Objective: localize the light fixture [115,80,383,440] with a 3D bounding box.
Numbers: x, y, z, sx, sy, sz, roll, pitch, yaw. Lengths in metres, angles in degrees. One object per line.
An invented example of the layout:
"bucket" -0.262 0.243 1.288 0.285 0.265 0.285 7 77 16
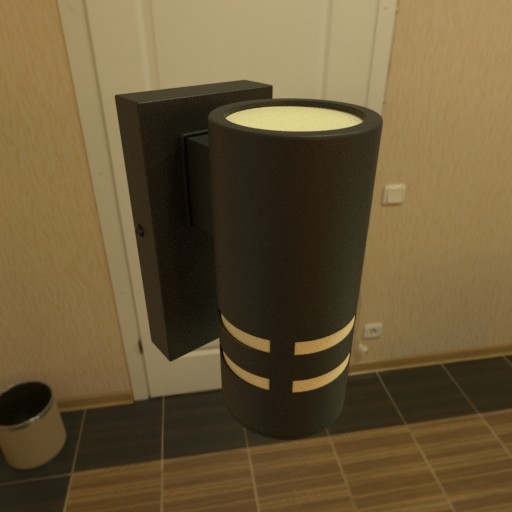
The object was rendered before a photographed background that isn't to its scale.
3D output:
"light fixture" 0.000 0.000 0.270 0.098 0.179 0.138 -22 36 -33
